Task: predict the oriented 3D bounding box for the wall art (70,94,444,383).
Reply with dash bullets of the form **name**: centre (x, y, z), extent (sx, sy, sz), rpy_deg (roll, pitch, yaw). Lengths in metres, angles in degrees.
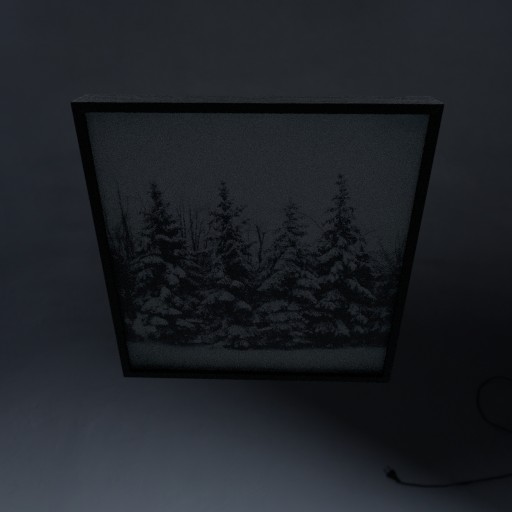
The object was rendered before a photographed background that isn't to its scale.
- **wall art**: centre (0.000, 0.000, 0.451), extent (0.305, 0.305, 0.037), rpy_deg (1, 29, 2)
